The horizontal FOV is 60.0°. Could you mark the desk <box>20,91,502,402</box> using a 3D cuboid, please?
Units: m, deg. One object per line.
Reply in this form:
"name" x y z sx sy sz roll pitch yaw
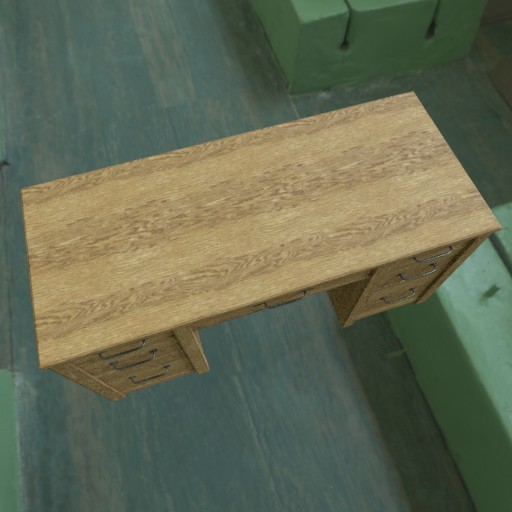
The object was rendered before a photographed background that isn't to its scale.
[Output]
"desk" 0.000 0.000 1.892 1.567 0.751 0.685 -16 65 -8
